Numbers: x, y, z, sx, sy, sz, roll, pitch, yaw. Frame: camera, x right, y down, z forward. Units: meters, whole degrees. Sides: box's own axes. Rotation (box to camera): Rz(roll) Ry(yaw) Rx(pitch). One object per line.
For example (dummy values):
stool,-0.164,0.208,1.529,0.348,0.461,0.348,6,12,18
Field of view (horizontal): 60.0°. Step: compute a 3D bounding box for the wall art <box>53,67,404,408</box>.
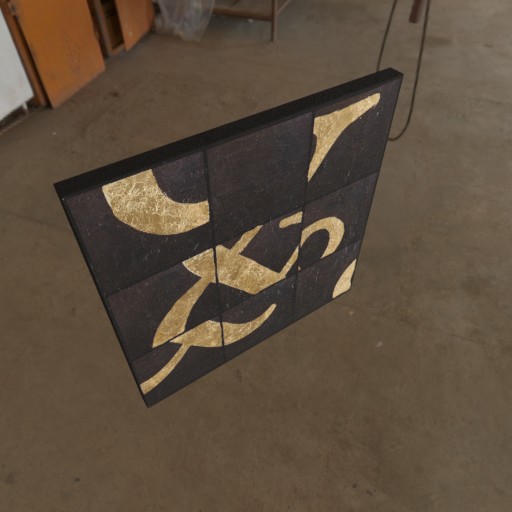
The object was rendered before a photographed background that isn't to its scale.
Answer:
wall art,0.000,0.000,1.120,0.758,0.758,0.044,-26,52,-22
